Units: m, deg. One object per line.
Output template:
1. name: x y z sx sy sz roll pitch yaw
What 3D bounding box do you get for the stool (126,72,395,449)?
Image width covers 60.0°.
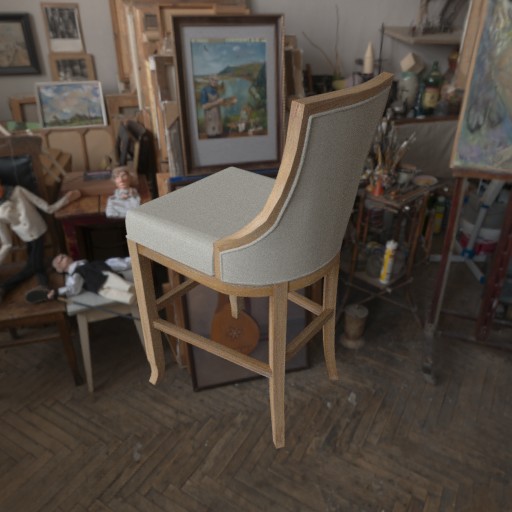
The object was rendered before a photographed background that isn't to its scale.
1. stool: 0.000 0.000 1.422 0.626 1.101 0.524 22 37 31
